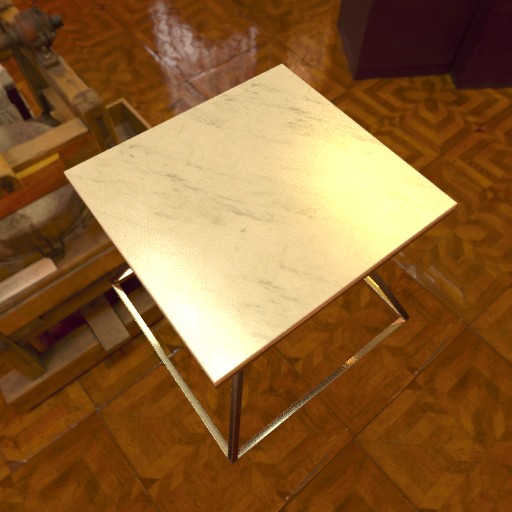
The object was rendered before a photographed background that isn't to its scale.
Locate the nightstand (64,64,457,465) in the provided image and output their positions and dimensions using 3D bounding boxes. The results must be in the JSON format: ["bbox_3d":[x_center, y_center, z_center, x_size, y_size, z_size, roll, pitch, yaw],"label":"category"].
[{"bbox_3d":[0.000,0.000,0.889,0.513,0.426,0.514,-33,64,-18],"label":"nightstand"}]
